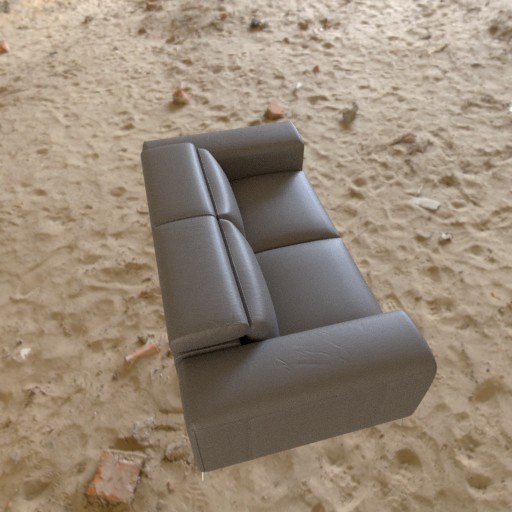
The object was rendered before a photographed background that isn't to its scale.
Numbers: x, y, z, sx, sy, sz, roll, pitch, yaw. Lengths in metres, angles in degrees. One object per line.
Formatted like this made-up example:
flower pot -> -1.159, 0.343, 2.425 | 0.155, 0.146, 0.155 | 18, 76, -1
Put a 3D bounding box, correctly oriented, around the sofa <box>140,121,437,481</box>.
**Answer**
sofa -> 0.000, 0.000, 2.423 | 1.024, 0.753, 1.930 | -11, 48, -10
